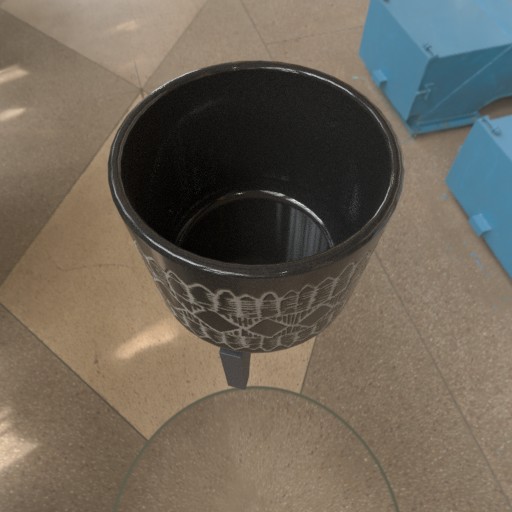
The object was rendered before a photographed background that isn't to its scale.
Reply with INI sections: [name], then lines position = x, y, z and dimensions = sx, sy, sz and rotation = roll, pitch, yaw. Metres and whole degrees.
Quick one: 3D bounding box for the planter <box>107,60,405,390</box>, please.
[planter]
position = 0.000, 0.000, 0.269
dimensions = 0.129, 0.177, 0.129
rotation = 0, 58, 0
